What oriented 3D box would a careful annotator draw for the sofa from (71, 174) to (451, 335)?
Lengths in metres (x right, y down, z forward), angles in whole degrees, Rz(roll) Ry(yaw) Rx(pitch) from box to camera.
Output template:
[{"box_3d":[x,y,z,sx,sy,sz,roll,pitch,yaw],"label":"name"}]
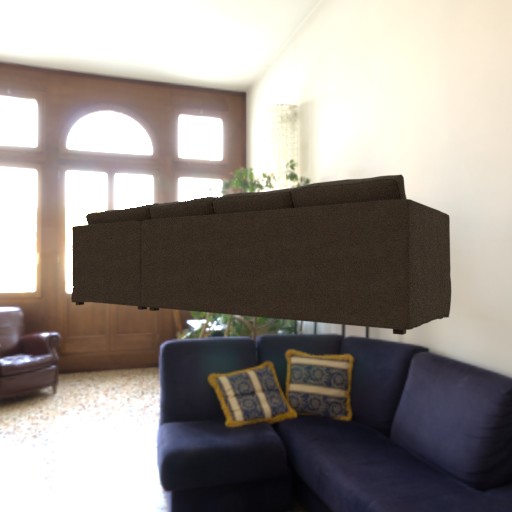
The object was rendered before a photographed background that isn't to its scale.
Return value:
[{"box_3d":[0.000,0.000,3.932,3.205,0.922,1.650,-1,-1,36],"label":"sofa"}]
